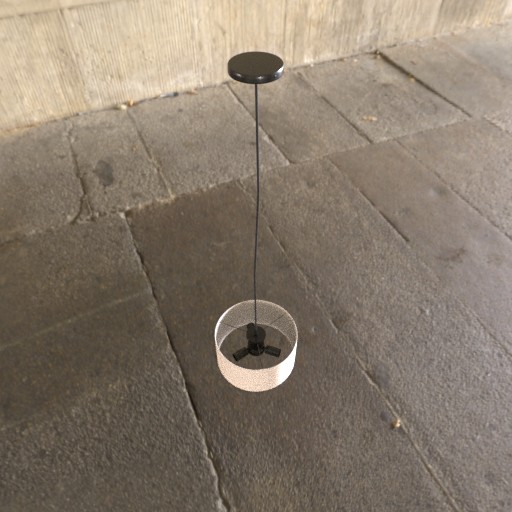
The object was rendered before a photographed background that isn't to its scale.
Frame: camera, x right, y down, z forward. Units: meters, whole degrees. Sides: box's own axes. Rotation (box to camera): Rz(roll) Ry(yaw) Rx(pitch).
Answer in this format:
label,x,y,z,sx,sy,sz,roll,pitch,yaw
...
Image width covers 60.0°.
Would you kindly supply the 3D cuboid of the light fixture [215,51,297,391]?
label,x,y,z,sx,sy,sz,roll,pitch,yaw
light fixture,0.000,0.000,1.738,0.399,1.516,0.399,0,47,0
